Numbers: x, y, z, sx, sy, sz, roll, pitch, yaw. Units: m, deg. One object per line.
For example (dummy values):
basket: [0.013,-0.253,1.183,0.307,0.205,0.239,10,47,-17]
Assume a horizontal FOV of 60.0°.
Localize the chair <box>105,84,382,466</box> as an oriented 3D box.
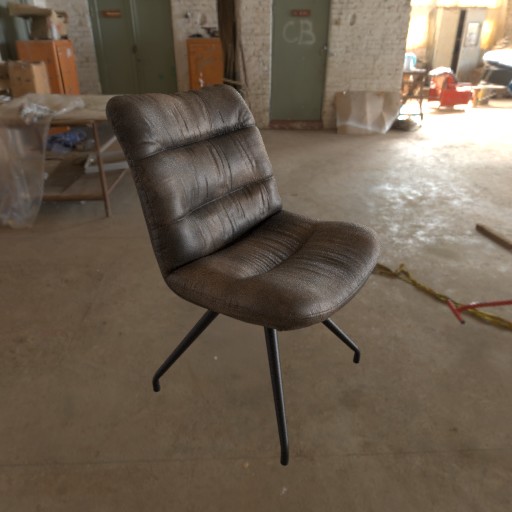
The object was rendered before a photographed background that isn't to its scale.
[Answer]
chair: [0.000,0.000,1.267,0.622,0.870,0.549,17,32,30]
